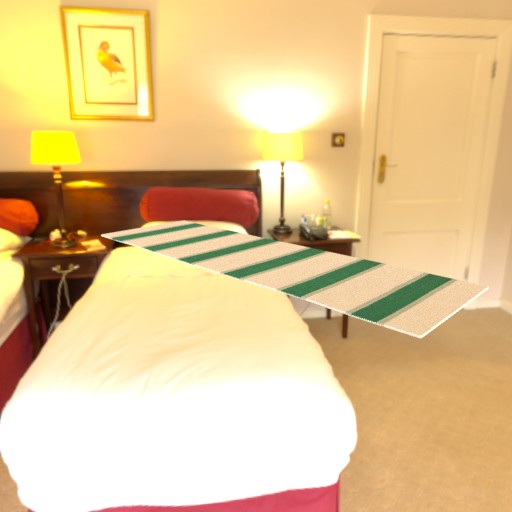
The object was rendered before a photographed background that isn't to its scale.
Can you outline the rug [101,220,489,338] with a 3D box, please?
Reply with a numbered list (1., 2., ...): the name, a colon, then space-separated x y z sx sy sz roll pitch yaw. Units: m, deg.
1. rug: 0.000 0.000 2.721 2.438 0.012 0.768 15 21 42
